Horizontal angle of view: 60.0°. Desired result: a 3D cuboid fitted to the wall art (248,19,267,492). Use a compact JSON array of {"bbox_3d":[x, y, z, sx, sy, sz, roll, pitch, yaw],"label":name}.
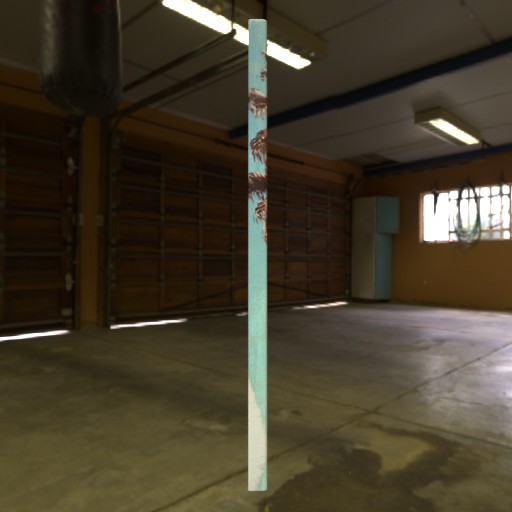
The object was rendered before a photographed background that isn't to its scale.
[{"bbox_3d":[0.000,0.000,1.158,0.037,0.915,0.605,0,-1,-1],"label":"wall art"}]
